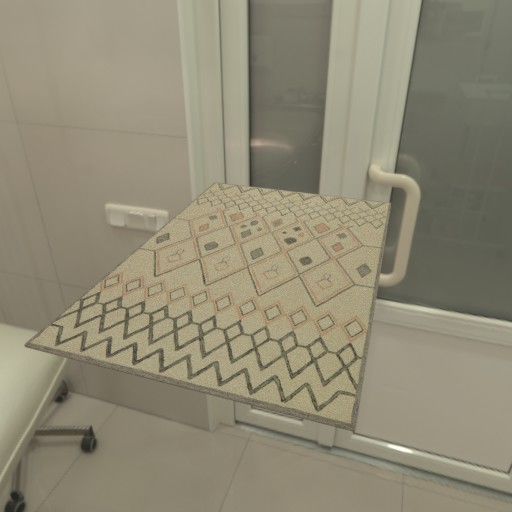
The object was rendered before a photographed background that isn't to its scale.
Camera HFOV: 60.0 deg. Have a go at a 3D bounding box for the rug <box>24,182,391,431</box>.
[{"bbox_3d":[0.000,0.000,2.238,1.219,0.016,1.829,9,31,16],"label":"rug"}]
